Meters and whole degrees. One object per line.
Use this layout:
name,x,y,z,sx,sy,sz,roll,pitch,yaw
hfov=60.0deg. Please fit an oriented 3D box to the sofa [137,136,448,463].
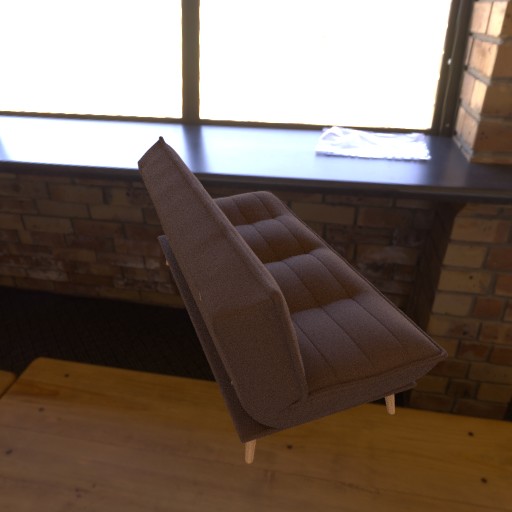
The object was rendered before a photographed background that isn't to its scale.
sofa,0.000,0.000,2.402,0.950,0.890,1.940,-11,32,-18
